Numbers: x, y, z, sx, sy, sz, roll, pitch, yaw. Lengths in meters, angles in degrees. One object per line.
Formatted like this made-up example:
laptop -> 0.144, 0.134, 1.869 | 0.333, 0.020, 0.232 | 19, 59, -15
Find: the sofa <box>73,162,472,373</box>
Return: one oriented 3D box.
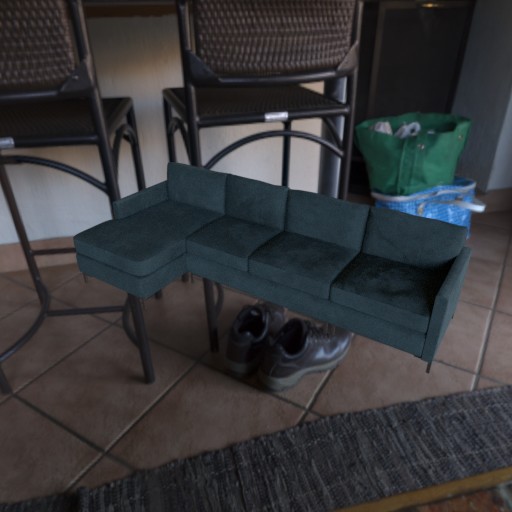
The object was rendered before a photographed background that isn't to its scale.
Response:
sofa -> 0.000, 0.000, 4.105 | 3.400, 0.967, 1.500 | 18, 34, 29
